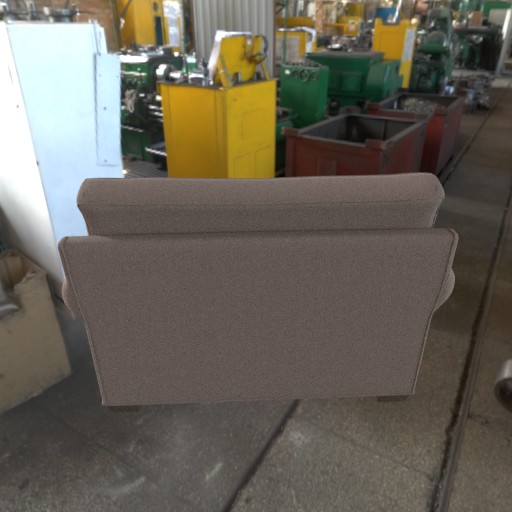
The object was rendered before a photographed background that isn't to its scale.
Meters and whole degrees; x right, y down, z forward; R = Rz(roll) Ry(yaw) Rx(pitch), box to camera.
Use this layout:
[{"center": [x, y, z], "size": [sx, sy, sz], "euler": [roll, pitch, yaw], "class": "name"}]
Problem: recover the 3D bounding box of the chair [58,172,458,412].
[{"center": [0.000, 0.000, 1.957], "size": [1.390, 0.930, 0.930], "euler": [-1, 29, -2], "class": "chair"}]
